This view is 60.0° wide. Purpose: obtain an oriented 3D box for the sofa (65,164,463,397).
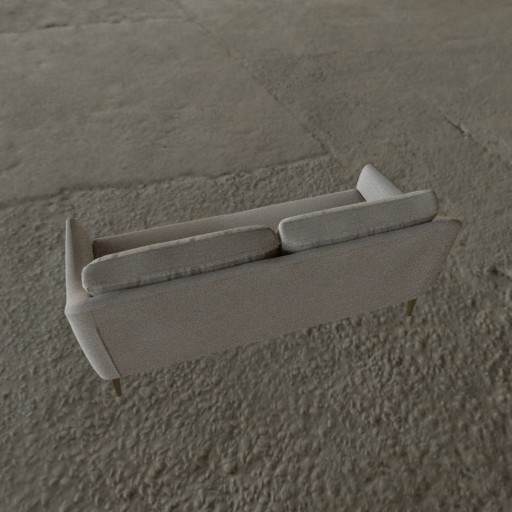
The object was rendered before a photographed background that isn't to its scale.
[{"bbox_3d":[0.000,0.000,2.575,2.036,0.913,0.980,-12,43,-14],"label":"sofa"}]
